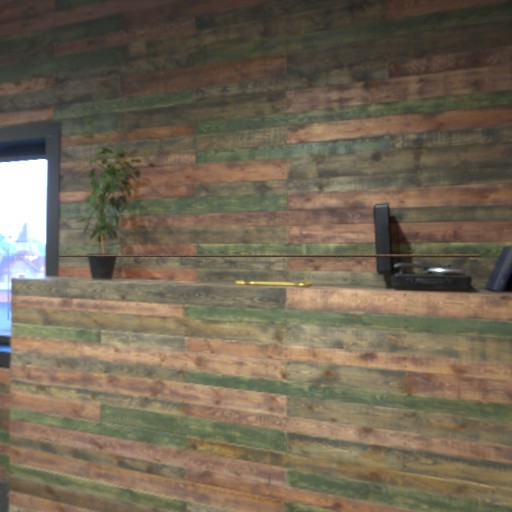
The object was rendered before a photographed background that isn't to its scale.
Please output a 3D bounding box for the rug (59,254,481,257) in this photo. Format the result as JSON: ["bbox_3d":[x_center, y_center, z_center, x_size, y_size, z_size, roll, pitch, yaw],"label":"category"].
[{"bbox_3d":[0.000,0.000,2.771,2.448,0.012,0.769,0,0,21],"label":"rug"}]
